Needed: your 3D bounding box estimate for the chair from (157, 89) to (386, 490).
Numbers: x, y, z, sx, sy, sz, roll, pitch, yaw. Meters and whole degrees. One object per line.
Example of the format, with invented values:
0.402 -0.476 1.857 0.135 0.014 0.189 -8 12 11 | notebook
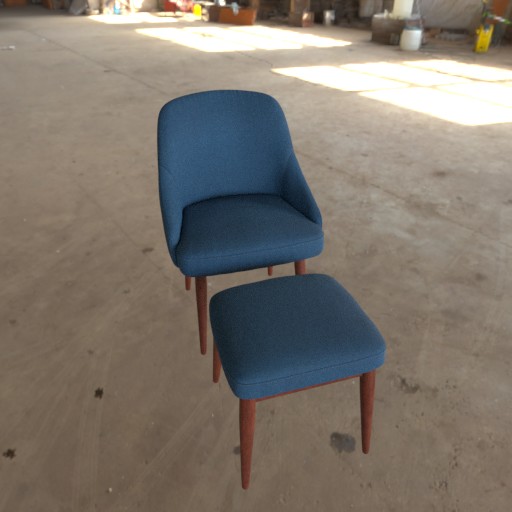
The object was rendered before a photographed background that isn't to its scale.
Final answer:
0.000 0.000 1.547 0.584 0.866 1.114 -9 35 -14 | chair
